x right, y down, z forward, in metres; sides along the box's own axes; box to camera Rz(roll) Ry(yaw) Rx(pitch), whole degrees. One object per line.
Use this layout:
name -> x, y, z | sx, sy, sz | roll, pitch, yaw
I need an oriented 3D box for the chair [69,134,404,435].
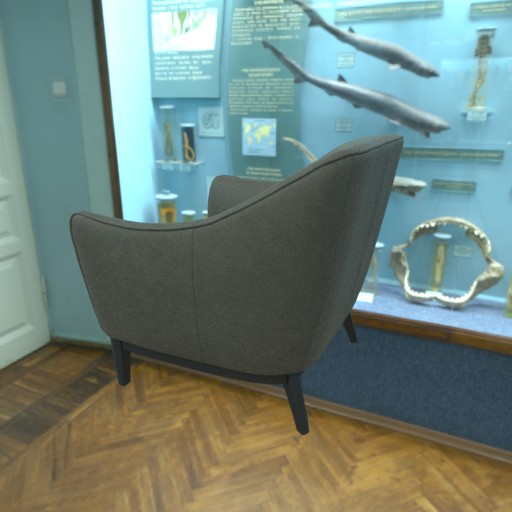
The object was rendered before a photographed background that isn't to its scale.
chair -> 0.000, 0.000, 1.554 | 0.852, 0.830, 0.871 | 9, 21, 25
